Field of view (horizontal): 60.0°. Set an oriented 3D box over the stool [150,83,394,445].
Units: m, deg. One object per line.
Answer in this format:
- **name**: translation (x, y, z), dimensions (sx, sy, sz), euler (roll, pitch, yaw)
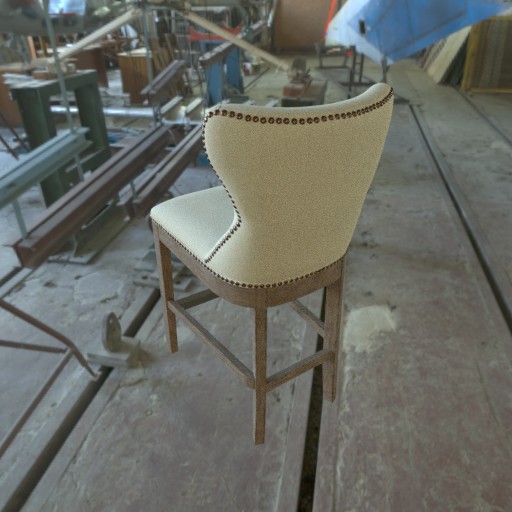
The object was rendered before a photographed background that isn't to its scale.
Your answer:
- **stool**: translation (0.000, 0.000, 1.309), dimensions (0.498, 0.981, 0.608), euler (-19, 35, -29)
